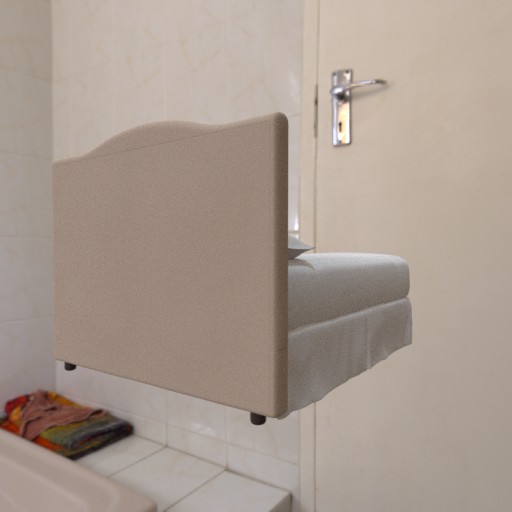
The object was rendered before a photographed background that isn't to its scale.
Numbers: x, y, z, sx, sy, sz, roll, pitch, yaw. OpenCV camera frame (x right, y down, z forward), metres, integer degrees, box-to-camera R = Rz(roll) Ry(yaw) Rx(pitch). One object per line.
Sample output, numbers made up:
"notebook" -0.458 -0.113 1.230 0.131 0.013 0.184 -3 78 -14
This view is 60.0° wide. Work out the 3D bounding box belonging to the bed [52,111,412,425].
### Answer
"bed" 0.000 0.000 3.094 1.678 1.398 2.052 1 1 36
